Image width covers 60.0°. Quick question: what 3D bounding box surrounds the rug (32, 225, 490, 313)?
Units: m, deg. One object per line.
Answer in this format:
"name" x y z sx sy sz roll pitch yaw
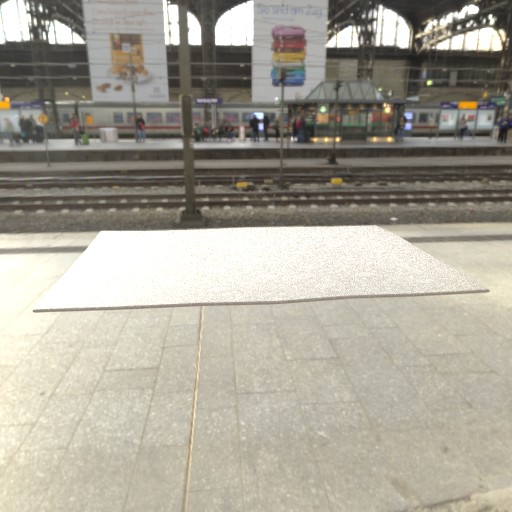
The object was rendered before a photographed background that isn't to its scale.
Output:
"rug" 0.000 0.000 2.336 1.829 0.034 1.252 -2 17 -7
